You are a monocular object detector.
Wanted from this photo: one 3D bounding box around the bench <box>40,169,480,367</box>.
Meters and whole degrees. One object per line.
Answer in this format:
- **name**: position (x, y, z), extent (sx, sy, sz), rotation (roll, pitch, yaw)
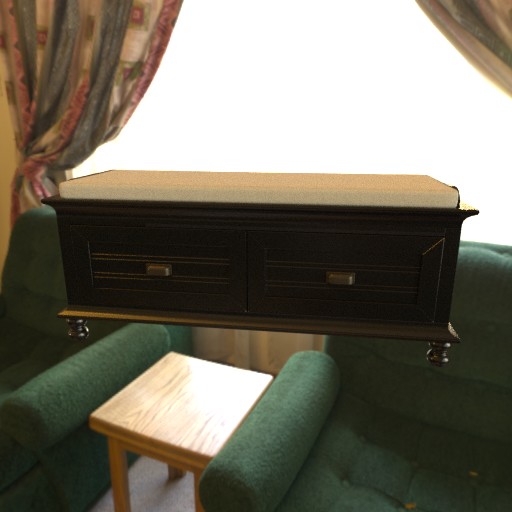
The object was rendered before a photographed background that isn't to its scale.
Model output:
- **bench**: position (0.000, 0.000, 1.432), extent (1.185, 0.501, 0.402), rotation (2, 17, 8)
